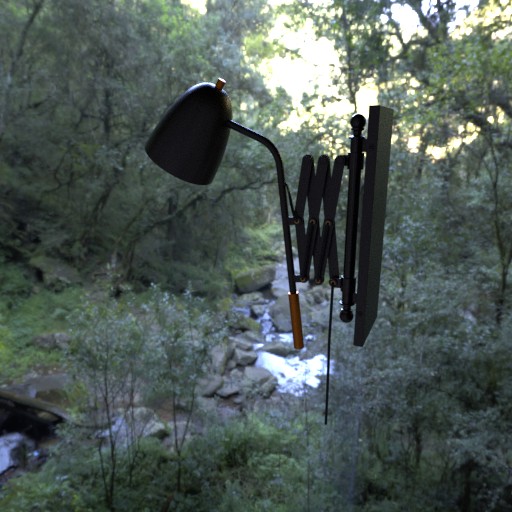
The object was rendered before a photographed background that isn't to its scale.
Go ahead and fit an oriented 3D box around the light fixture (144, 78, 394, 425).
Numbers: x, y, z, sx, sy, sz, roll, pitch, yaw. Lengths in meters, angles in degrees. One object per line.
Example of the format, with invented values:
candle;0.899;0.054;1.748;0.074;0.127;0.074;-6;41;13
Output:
light fixture;0.000;0.000;0.945;0.499;0.715;0.162;7;17;24
